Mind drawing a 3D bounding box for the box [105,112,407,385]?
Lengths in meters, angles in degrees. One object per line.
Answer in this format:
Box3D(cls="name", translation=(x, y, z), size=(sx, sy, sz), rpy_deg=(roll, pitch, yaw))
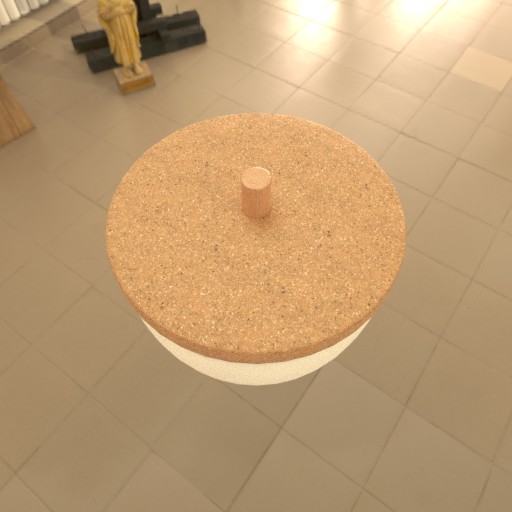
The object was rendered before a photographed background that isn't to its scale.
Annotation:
Box3D(cls="box", translation=(0.000, 0.000, 0.184), size=(0.107, 0.094, 0.107), rpy_deg=(0, 57, 0))
